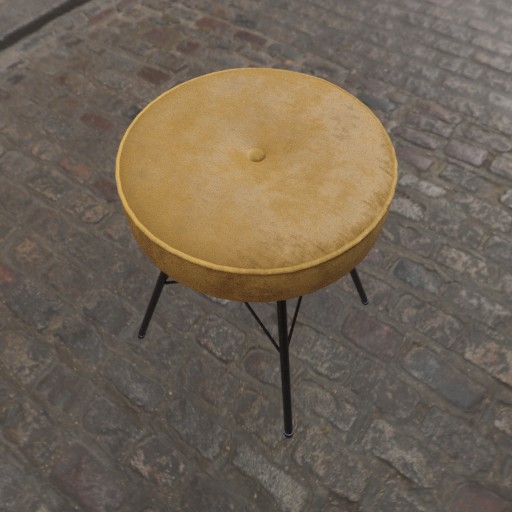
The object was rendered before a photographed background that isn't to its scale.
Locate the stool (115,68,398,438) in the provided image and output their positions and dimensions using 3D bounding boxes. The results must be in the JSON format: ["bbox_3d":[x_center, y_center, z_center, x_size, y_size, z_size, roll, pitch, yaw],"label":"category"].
[{"bbox_3d":[0.000,0.000,0.906,0.472,0.595,0.438,31,62,18],"label":"stool"}]
